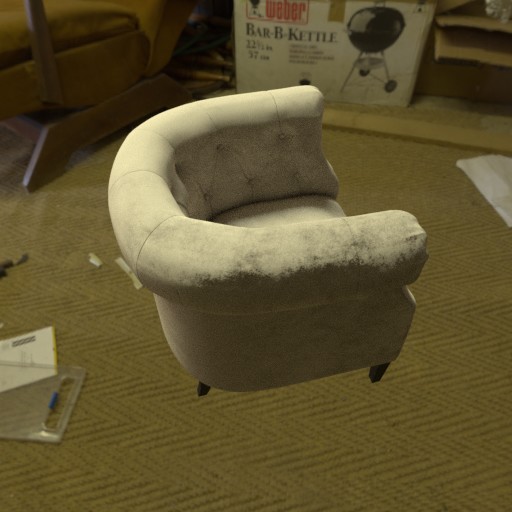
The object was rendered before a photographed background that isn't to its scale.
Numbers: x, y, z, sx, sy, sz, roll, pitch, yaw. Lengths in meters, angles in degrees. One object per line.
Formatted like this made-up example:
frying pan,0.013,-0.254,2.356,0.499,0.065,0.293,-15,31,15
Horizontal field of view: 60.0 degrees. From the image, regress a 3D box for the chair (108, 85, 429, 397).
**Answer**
chair,0.000,0.000,1.542,0.851,0.826,0.904,-10,47,-10
